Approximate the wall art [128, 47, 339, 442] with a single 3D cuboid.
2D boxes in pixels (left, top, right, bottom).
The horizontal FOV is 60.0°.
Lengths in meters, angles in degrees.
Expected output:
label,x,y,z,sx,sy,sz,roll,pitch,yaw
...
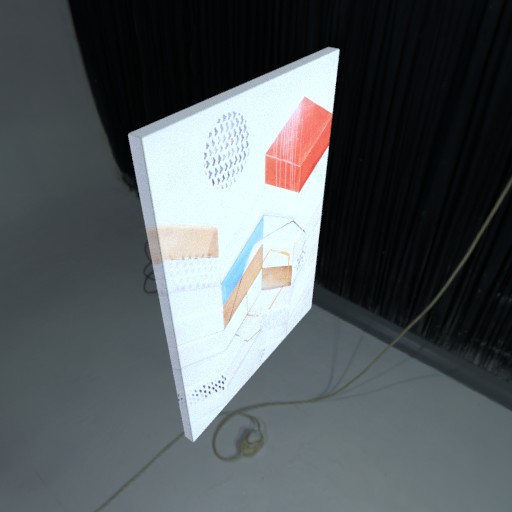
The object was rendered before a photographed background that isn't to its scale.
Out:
label,x,y,z,sx,sy,sz,roll,pitch,yaw
wall art,0.000,0.000,1.105,0.036,0.848,0.613,24,45,27
